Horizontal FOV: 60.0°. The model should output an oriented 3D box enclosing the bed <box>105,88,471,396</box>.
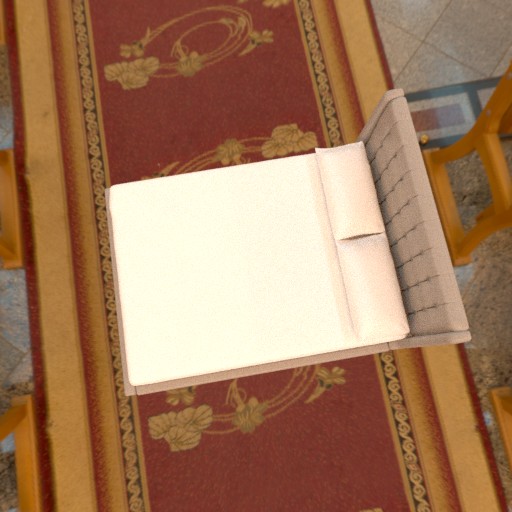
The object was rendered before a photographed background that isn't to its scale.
[{"bbox_3d":[0.000,0.000,3.213,2.232,1.147,1.656,-9,77,-2],"label":"bed"}]
